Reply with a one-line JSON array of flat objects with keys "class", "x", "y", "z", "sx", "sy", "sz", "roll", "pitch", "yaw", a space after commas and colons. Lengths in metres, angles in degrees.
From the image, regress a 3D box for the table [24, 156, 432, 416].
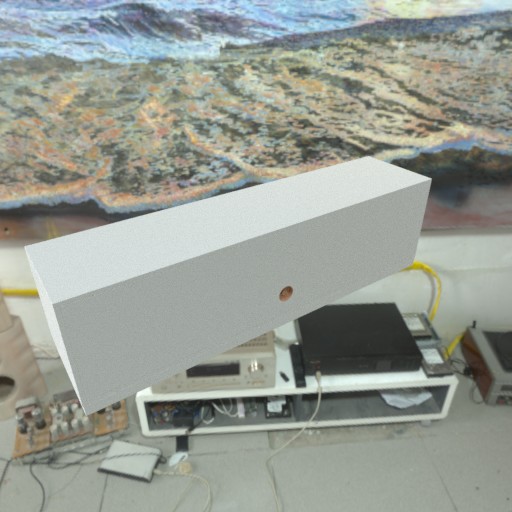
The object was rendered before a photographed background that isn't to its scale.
[{"class": "table", "x": 0.000, "y": 0.000, "z": 1.773, "sx": 1.550, "sy": 0.440, "sz": 0.400, "roll": -20, "pitch": 36, "yaw": -29}]
